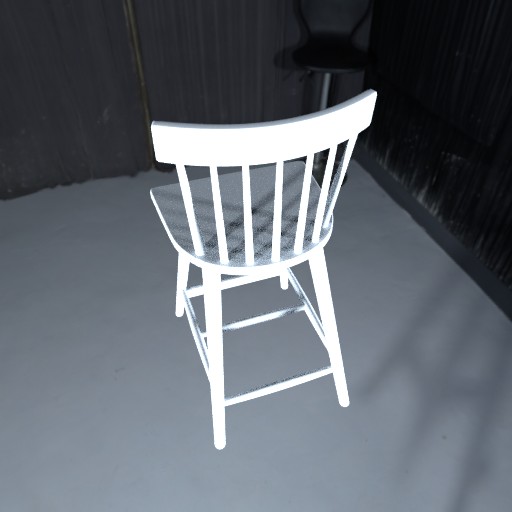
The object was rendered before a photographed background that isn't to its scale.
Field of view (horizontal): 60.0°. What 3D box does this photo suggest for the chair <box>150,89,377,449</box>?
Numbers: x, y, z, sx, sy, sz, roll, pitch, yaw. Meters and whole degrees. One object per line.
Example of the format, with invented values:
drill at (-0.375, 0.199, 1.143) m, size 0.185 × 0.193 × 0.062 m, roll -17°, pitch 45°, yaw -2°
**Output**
chair at (0.000, 0.000, 1.255) m, size 0.483 × 0.952 × 0.572 m, roll -13°, pitch 44°, yaw -14°
